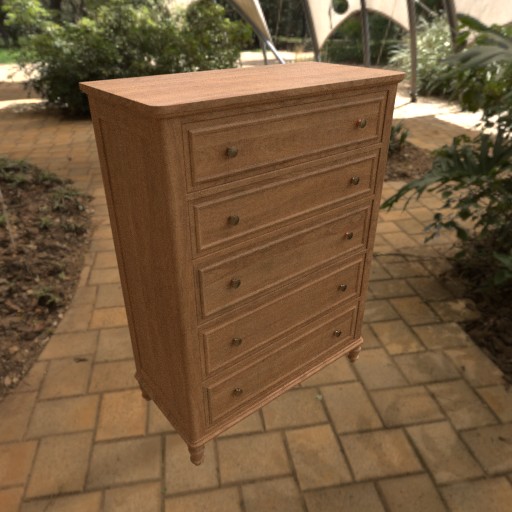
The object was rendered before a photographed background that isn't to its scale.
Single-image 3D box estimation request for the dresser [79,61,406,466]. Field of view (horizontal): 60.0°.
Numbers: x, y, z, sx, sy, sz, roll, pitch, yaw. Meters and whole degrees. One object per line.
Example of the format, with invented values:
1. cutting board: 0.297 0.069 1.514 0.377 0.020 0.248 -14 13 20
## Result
1. dresser: 0.000 0.000 1.749 0.973 1.318 0.484 -21 36 -33
